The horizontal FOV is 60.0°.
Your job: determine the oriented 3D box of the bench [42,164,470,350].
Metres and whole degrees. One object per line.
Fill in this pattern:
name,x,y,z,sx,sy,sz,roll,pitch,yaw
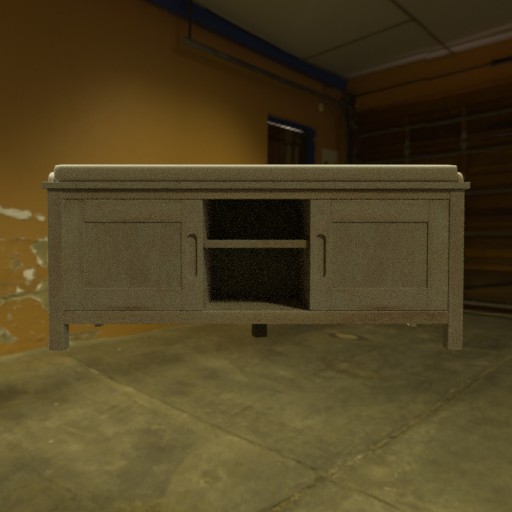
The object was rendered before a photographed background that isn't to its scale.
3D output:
bench,0.000,0.000,1.384,1.140,0.501,0.398,0,2,0
